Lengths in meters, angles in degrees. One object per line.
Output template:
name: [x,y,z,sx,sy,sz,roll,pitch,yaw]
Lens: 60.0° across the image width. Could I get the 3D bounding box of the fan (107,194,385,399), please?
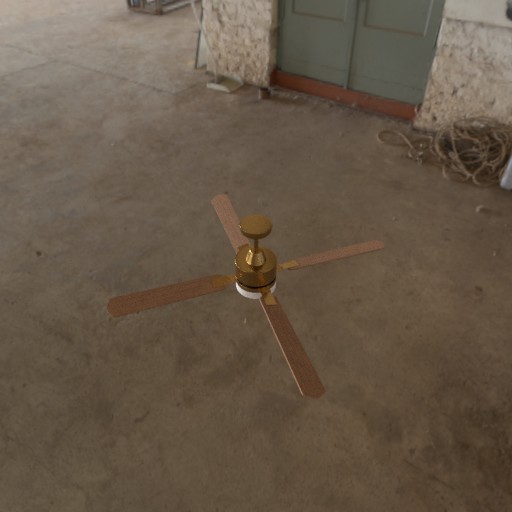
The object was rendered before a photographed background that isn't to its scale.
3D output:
fan: [0.000,0.000,1.943,1.320,0.355,1.320,-13,43,-14]
